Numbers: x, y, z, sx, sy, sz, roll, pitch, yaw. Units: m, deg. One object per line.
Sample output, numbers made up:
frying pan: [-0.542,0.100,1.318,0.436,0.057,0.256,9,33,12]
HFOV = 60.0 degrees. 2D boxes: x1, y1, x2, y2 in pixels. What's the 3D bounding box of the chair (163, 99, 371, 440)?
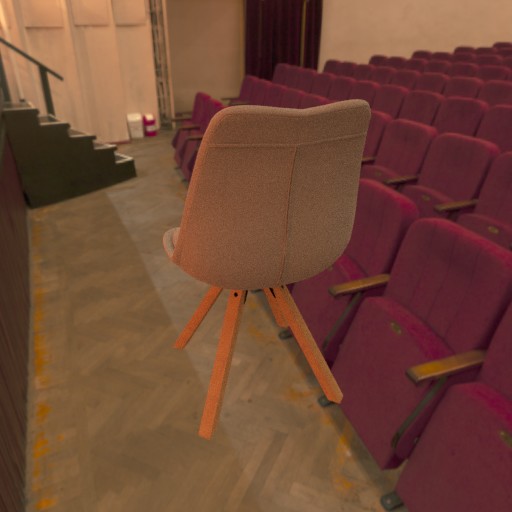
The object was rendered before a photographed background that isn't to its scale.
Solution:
chair: [0.000,0.000,1.200,0.474,0.863,0.549,-9,29,-16]
